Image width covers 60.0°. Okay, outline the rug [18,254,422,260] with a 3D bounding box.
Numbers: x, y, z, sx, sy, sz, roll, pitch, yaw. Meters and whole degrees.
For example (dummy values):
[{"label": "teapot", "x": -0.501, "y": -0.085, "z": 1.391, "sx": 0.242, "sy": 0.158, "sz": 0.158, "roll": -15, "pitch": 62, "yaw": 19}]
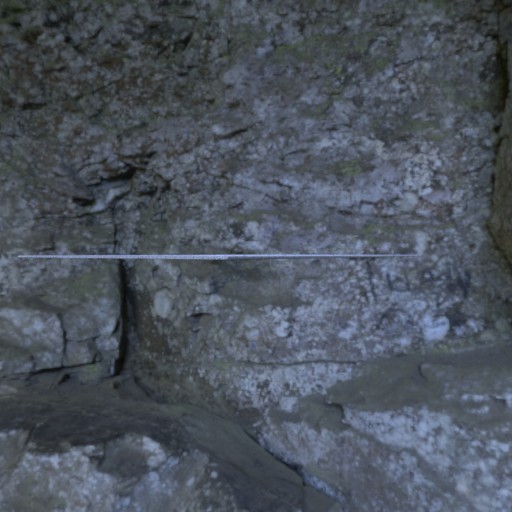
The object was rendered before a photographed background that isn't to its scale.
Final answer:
[{"label": "rug", "x": 0.000, "y": 0.000, "z": 3.022, "sx": 1.526, "sy": 0.012, "sz": 2.444, "roll": 0, "pitch": 0, "yaw": 36}]
